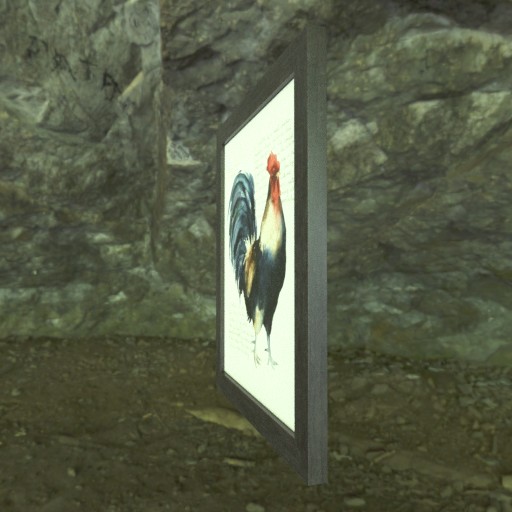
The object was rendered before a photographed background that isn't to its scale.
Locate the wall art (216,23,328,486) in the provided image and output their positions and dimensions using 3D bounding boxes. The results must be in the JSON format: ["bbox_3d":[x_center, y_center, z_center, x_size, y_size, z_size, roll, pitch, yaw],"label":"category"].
[{"bbox_3d":[0.000,0.000,0.787,0.027,0.580,0.479,0,-1,-19],"label":"wall art"}]
